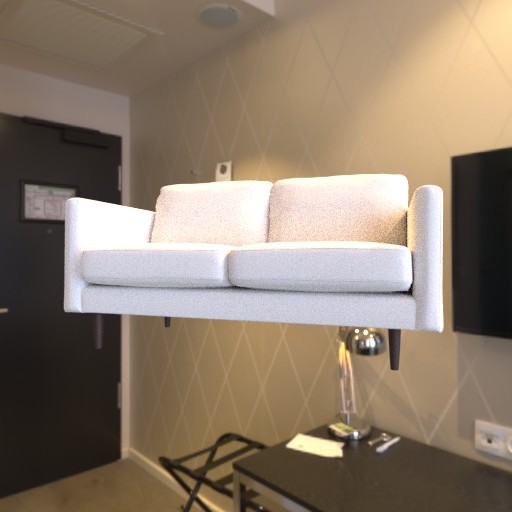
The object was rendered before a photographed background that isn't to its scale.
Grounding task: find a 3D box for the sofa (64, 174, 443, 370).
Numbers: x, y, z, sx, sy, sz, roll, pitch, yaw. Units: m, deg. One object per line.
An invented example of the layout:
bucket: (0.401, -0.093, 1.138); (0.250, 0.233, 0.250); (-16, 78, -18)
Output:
sofa: (0.000, 0.000, 2.281); (1.713, 0.893, 0.940); (0, 0, 17)
